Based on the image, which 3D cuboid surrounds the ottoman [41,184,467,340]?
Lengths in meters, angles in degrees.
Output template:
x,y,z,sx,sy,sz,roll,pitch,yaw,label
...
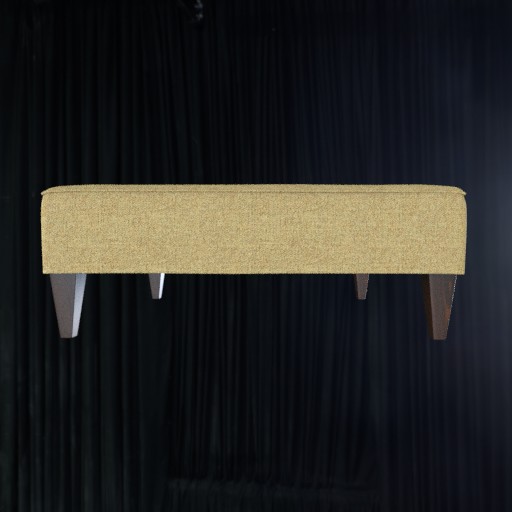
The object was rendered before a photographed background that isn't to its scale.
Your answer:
x,y,z,sx,sy,sz,roll,pitch,yaw,label
0.000,0.000,1.480,0.981,0.378,0.970,0,1,1,ottoman
